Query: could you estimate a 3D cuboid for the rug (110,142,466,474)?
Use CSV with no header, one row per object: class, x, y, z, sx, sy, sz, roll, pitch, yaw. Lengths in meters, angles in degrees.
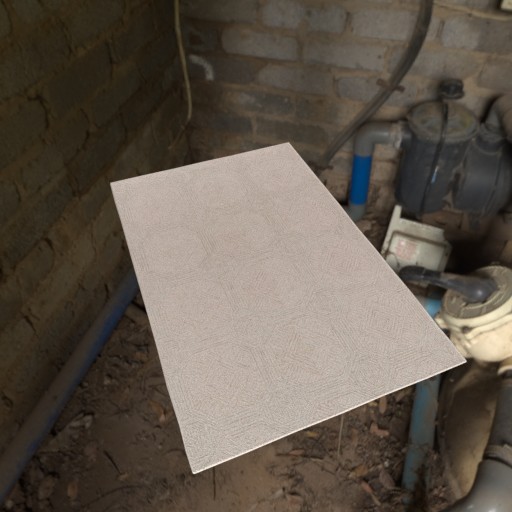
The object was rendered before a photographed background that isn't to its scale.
rug,0.000,0.000,2.341,1.236,0.009,1.839,-16,49,-15
